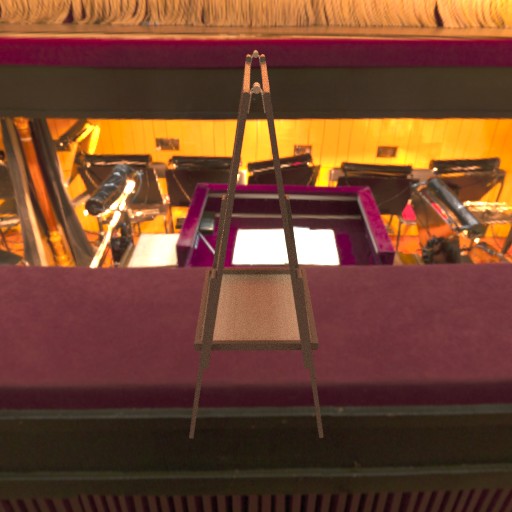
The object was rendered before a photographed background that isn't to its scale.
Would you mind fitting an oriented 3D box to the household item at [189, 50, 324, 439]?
[{"bbox_3d":[0.000,0.000,1.461,0.469,1.172,0.531,0,32,0],"label":"household item"}]
